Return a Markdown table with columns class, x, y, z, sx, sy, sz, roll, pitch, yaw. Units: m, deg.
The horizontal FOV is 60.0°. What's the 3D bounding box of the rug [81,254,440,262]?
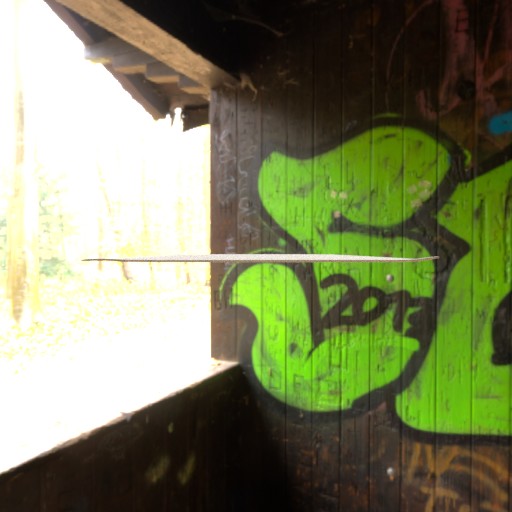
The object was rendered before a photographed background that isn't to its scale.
| class | x | y | z | sx | sy | sz | roll | pitch | yaw |
| --- | --- | --- | --- | --- | --- | --- | --- | --- | --- |
| rug | 0.000 | 0.000 | 2.456 | 1.214 | 0.023 | 1.947 | 0 | 1 | -1 |
